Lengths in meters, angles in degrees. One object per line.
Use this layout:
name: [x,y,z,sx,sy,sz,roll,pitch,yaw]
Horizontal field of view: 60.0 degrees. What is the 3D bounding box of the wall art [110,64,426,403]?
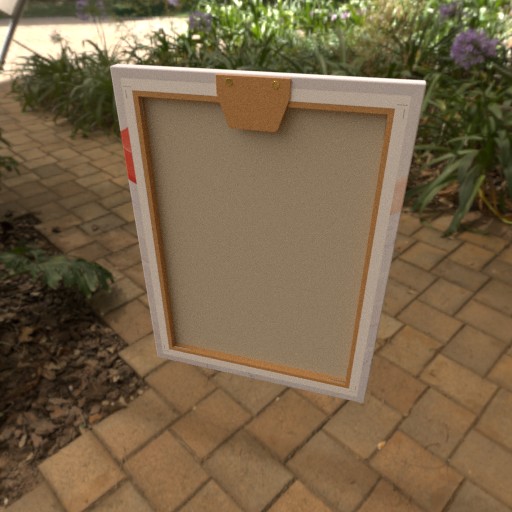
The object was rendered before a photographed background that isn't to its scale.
wall art: [0.000,0.000,1.309,0.759,1.014,0.045,9,34,14]
